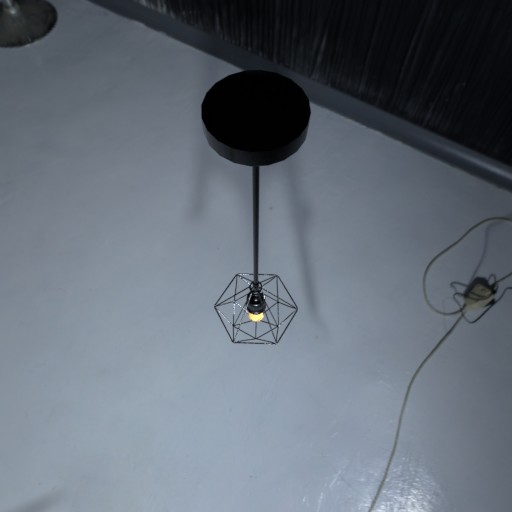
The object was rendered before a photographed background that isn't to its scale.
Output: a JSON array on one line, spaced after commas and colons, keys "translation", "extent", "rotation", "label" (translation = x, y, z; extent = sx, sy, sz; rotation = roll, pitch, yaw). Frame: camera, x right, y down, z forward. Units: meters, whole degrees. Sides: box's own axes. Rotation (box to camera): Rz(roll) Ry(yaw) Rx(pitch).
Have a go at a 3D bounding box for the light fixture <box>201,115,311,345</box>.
[{"translation": [0.000, 0.000, 1.974], "extent": [0.431, 1.764, 0.487], "rotation": [29, 67, 14], "label": "light fixture"}]
